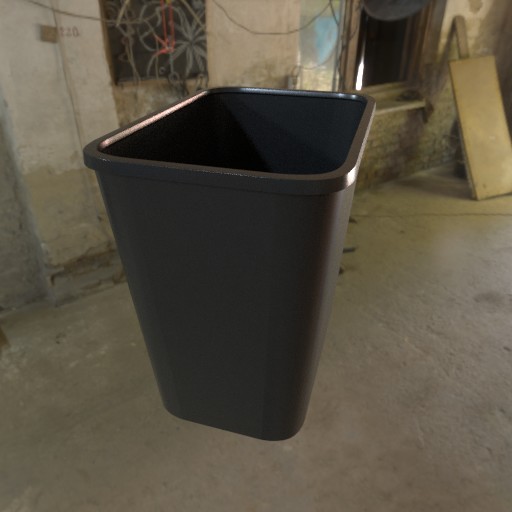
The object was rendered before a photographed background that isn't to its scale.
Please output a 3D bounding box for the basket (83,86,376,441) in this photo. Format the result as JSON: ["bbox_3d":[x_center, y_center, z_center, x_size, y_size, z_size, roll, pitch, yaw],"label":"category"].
[{"bbox_3d":[0.000,0.000,0.501,0.211,0.307,0.300,9,32,14],"label":"basket"}]
